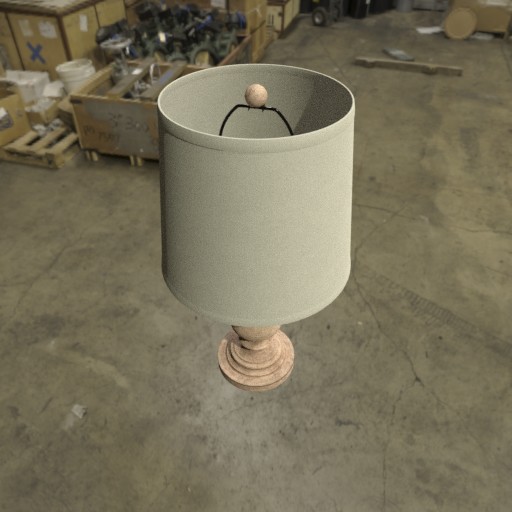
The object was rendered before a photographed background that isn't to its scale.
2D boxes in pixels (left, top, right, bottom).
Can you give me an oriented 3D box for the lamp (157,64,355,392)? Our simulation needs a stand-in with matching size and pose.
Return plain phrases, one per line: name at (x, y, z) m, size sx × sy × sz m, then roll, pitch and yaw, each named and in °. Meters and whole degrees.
lamp at (0.000, 0.000, 0.649) m, size 0.273 × 0.497 × 0.273 m, roll 0°, pitch 41°, yaw 0°
